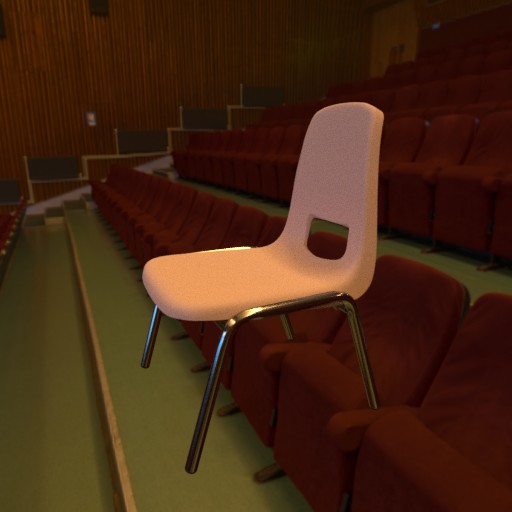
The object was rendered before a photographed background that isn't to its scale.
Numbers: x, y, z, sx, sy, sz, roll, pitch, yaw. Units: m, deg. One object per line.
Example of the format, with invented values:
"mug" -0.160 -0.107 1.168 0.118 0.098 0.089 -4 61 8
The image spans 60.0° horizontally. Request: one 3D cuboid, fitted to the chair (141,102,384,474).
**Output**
"chair" 0.000 0.000 0.805 0.385 0.537 0.354 -7 17 -24
